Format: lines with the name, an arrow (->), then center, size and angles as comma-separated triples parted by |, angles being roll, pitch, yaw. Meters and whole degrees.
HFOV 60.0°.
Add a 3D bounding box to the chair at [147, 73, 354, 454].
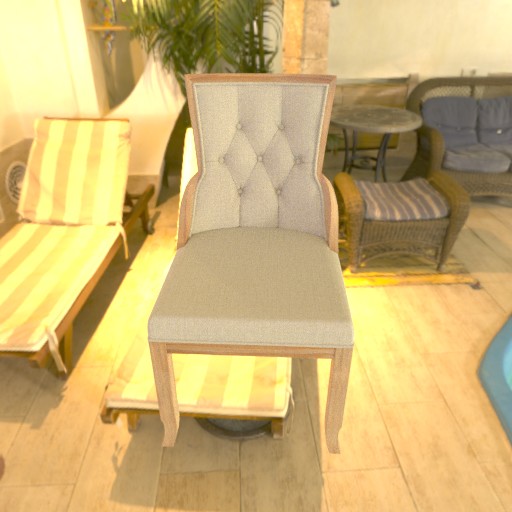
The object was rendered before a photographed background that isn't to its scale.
chair -> 0.000, 0.000, 1.335 | 0.524, 0.947, 0.641 | 1, 30, 2
